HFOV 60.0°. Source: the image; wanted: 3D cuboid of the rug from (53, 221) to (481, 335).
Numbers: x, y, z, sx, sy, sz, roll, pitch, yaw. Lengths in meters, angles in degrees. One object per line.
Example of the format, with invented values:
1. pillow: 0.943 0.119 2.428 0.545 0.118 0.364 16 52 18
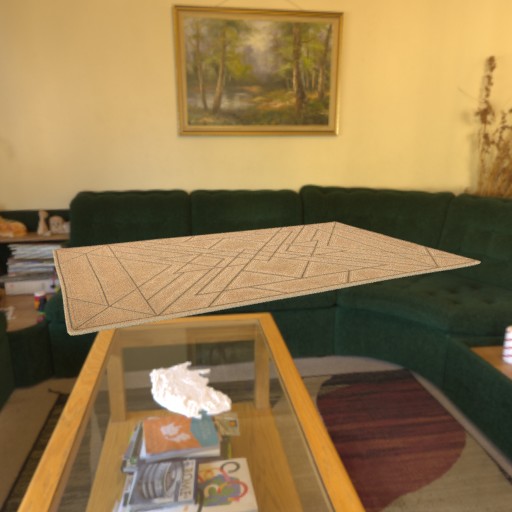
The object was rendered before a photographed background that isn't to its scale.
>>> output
1. rug: 0.000 0.000 2.996 2.459 0.023 1.575 -7 16 -25
